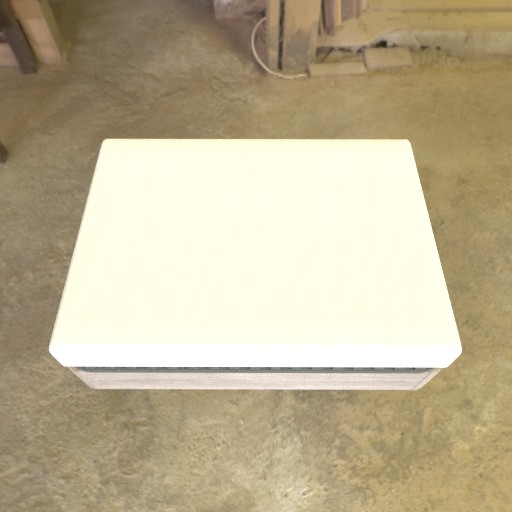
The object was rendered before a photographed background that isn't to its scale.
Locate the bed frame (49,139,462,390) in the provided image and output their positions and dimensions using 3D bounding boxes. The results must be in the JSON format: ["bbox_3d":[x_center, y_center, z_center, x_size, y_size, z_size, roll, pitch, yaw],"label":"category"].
[{"bbox_3d":[0.000,0.000,2.584,1.900,0.561,1.400,0,58,0],"label":"bed frame"}]
